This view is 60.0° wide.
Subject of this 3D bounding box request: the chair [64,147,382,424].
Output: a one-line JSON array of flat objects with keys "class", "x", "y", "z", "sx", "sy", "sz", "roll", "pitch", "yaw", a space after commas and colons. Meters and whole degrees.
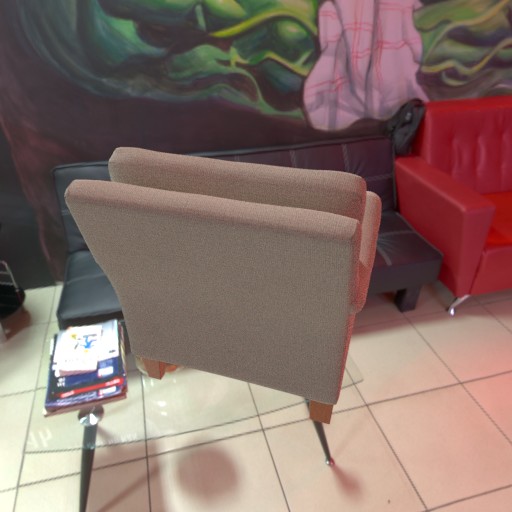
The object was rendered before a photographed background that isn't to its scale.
[{"class": "chair", "x": 0.000, "y": 0.000, "z": 1.870, "sx": 0.955, "sy": 1.038, "sz": 1.070, "roll": 10, "pitch": 34, "yaw": 15}]
